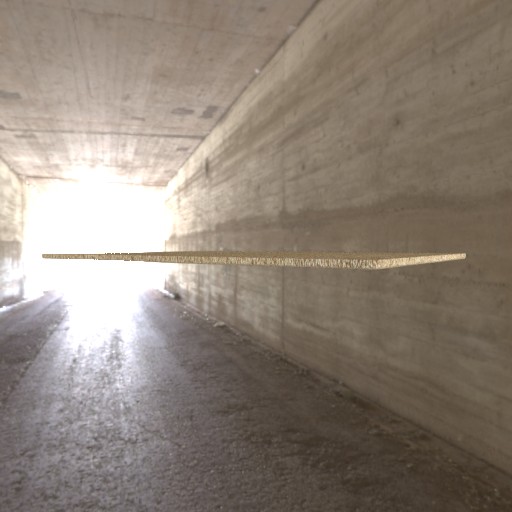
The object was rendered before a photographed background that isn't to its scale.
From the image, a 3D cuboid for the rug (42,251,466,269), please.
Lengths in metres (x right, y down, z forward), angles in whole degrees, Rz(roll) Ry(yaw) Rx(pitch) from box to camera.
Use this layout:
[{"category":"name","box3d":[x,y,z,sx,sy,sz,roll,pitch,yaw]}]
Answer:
[{"category":"rug","box3d":[0.000,0.000,2.072,1.600,0.025,1.199,1,2,35]}]
